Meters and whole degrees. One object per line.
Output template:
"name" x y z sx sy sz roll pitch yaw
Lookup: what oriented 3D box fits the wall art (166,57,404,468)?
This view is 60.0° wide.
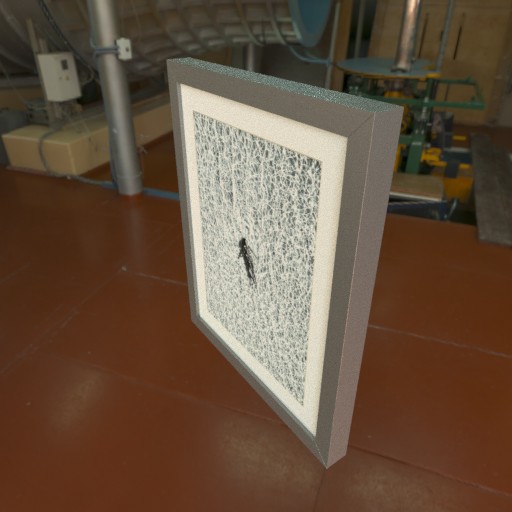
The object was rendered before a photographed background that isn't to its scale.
"wall art" 0.000 0.000 0.500 0.030 0.379 0.308 -20 36 -30
